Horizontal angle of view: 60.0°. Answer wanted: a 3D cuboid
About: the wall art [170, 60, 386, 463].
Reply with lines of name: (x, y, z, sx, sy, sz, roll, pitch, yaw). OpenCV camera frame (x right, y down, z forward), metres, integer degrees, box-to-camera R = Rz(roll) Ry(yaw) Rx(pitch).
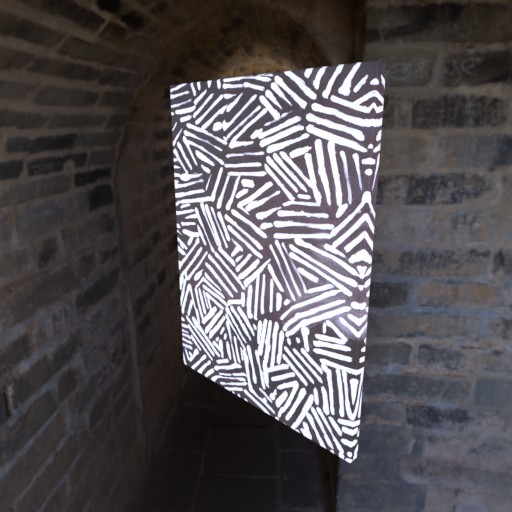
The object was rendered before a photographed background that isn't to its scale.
wall art: (0.000, 0.000, 1.343, 0.038, 1.017, 0.765, -15, 22, -43)
